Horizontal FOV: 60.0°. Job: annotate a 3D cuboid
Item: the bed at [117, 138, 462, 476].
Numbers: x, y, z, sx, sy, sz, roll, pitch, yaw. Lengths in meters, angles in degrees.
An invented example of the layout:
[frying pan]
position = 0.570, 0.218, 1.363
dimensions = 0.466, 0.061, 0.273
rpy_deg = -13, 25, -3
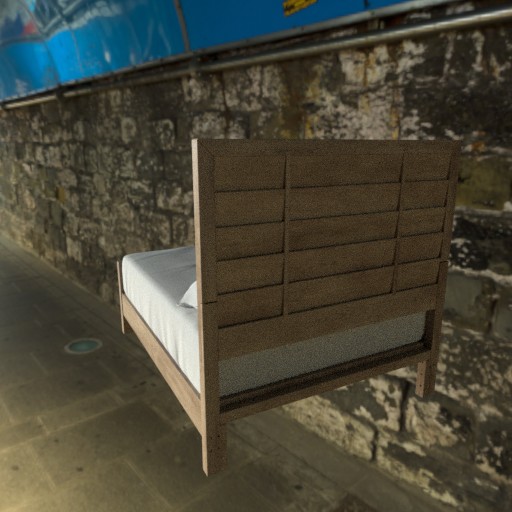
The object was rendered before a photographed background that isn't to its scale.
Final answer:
[bed]
position = 0.000, 0.000, 3.235
dimensions = 1.615, 1.631, 2.017
rpy_deg = -7, 16, -27
